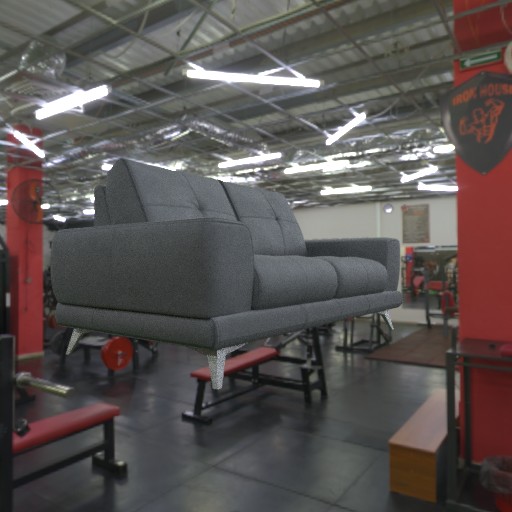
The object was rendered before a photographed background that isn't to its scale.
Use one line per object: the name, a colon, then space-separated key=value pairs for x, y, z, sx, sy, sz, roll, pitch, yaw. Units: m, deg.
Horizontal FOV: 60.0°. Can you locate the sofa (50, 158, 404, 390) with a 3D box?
sofa: x=0.000 y=0.000 z=2.394 sx=1.018 sy=0.907 sz=1.806 roll=-1 pitch=-1 yaw=37
